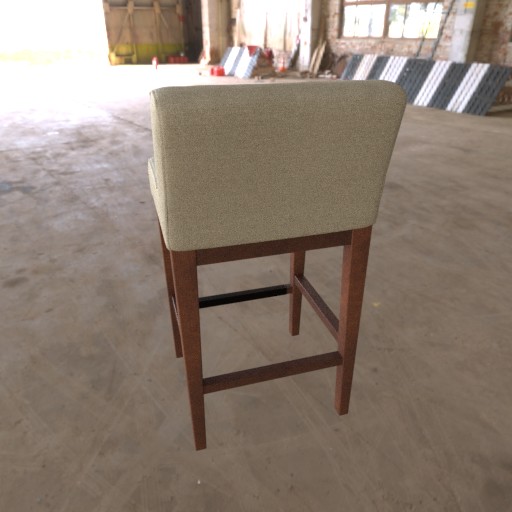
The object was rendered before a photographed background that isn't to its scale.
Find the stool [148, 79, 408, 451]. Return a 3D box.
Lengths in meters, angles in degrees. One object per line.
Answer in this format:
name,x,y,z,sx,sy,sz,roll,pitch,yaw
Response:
stool,0.000,0.000,1.225,0.511,0.937,0.500,-8,29,-15
